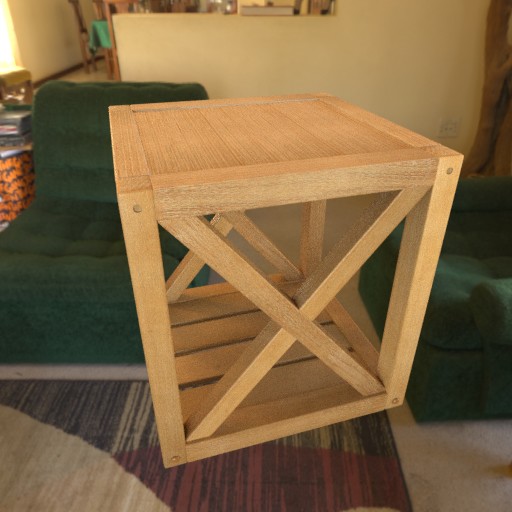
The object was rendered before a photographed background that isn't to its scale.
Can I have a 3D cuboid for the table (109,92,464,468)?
[{"bbox_3d":[0.000,0.000,1.045,0.559,0.610,0.558,-9,32,-15],"label":"table"}]
